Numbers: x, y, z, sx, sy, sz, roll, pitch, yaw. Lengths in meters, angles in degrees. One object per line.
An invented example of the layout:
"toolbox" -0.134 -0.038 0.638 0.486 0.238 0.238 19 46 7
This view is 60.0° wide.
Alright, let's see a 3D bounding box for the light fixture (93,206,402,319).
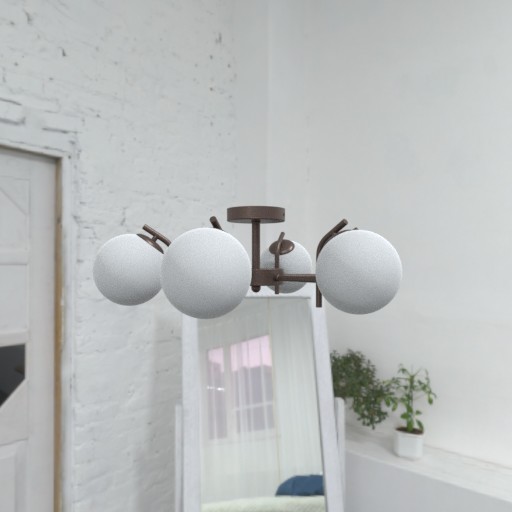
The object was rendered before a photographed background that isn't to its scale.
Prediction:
"light fixture" 0.000 0.000 0.950 0.662 0.201 0.662 0 0 0
